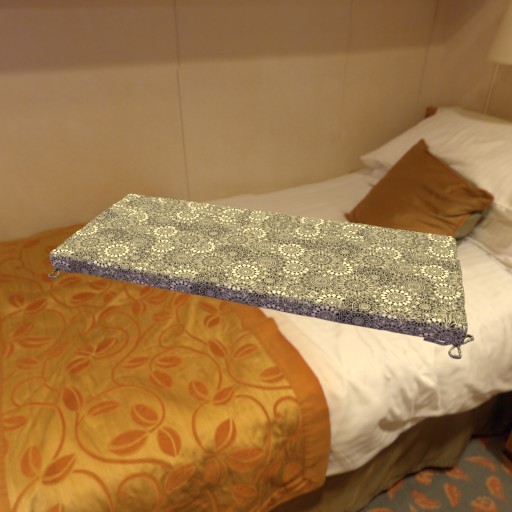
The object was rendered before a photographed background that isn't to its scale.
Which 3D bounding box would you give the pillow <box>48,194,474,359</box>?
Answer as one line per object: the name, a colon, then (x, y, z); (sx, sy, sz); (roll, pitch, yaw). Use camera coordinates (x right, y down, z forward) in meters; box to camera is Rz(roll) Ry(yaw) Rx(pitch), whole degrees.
pillow: (0.000, 0.000, 1.330); (1.187, 0.081, 0.492); (9, 33, 14)
